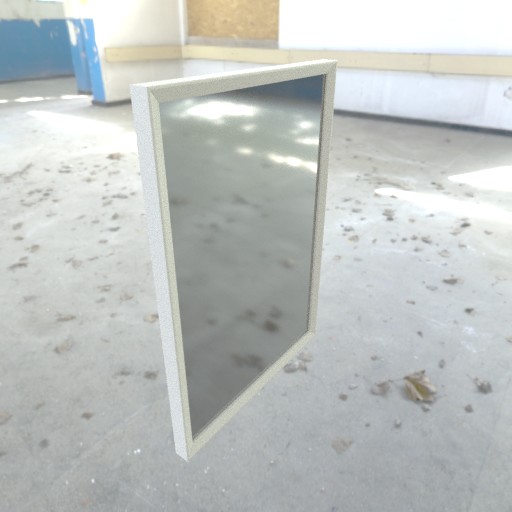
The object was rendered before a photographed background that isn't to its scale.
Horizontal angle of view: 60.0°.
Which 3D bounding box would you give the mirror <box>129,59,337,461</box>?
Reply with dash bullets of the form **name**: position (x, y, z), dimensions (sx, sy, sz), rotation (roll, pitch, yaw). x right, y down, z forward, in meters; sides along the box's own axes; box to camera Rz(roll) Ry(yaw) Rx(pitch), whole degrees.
- **mirror**: position (0.000, 0.000, 0.912), dimensions (0.039, 0.710, 0.507), rotation (20, 34, 32)
